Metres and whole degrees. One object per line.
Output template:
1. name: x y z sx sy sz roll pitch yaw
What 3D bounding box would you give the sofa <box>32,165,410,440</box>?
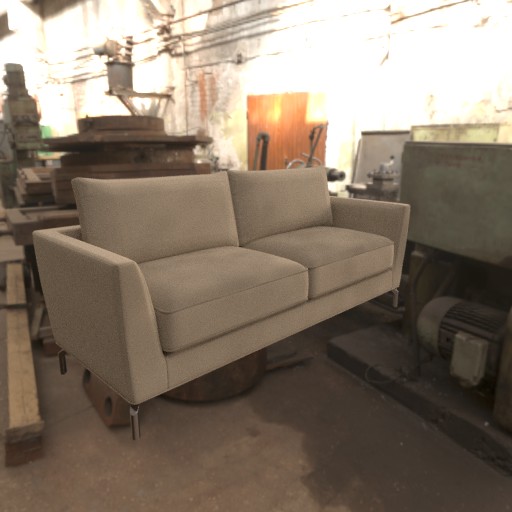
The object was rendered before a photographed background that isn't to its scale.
1. sofa: 0.000 0.000 2.653 2.214 1.005 0.868 -14 20 -43
